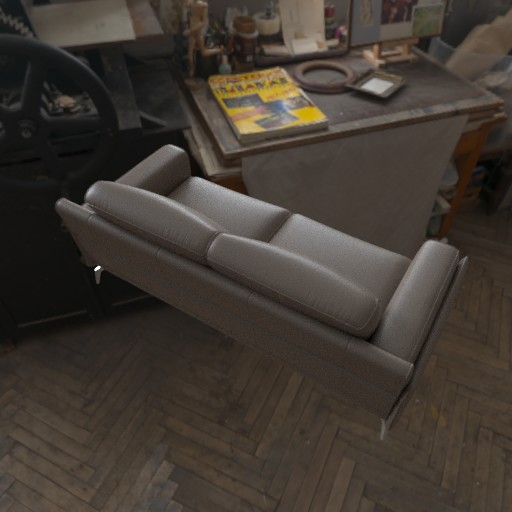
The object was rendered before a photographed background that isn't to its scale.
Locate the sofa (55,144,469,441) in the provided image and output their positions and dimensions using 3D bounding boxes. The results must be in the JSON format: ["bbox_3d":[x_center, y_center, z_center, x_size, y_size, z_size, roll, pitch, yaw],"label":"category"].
[{"bbox_3d":[0.000,0.000,2.533,2.101,0.930,1.049,24,50,21],"label":"sofa"}]
